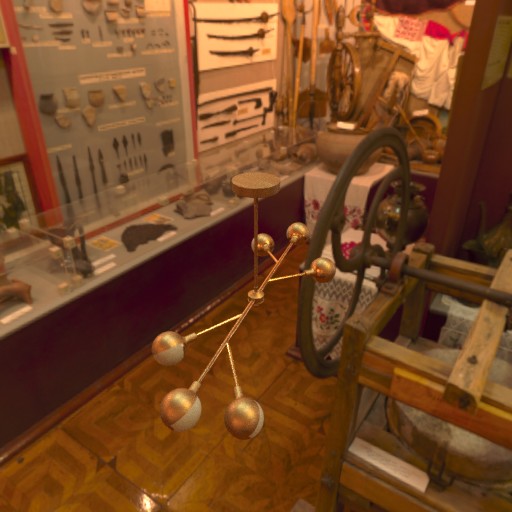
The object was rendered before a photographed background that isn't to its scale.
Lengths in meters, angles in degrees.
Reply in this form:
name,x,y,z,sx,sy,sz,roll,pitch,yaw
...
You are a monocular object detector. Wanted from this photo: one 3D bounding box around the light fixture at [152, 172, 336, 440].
name,x,y,z,sx,sy,sz,roll,pitch,yaw
light fixture,0.000,0.000,1.010,0.434,0.362,0.778,20,35,31
